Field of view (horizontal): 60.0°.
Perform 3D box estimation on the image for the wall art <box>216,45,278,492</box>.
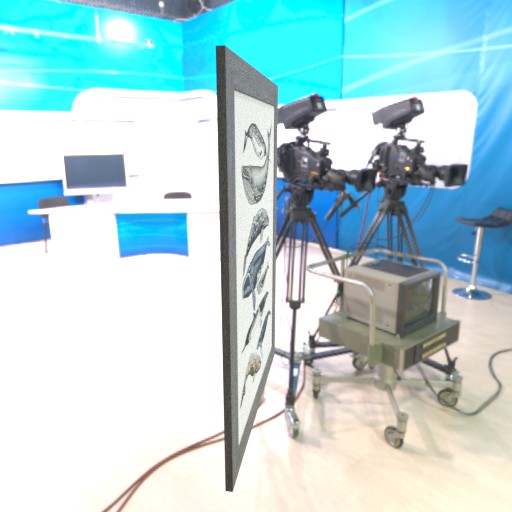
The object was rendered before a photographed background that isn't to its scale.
[{"bbox_3d":[0.000,0.000,1.382,0.020,1.070,0.768,3,16,10],"label":"wall art"}]
